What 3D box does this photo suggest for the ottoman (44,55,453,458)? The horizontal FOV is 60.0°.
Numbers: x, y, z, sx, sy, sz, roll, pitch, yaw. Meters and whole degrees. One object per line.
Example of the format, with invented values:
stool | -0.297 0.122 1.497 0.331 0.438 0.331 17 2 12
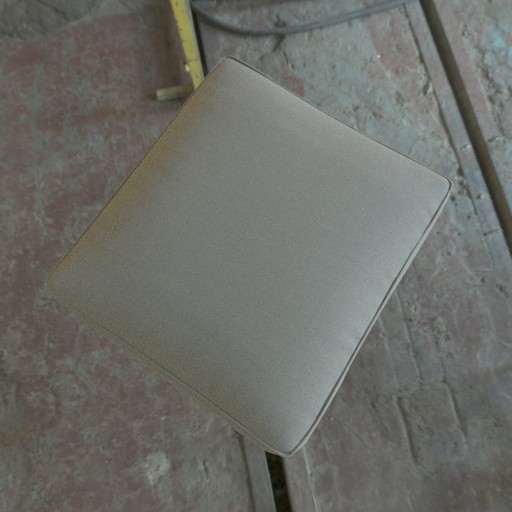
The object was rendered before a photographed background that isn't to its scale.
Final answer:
ottoman | 0.000 0.000 1.133 0.662 0.505 0.716 33 78 8
